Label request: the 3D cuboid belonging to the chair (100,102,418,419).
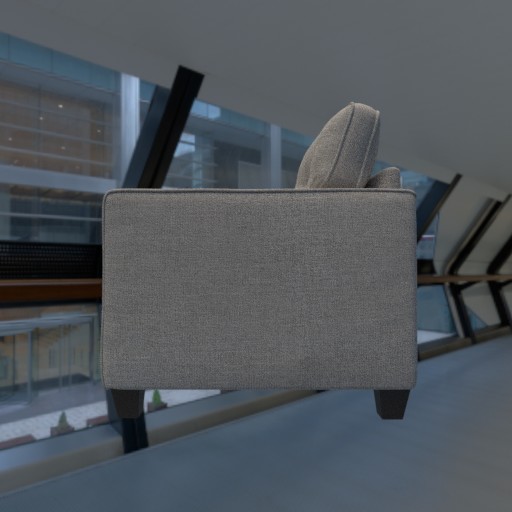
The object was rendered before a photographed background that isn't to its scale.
[{"bbox_3d":[0.000,0.000,1.751,0.939,0.965,1.015,0,-1,0],"label":"chair"}]
